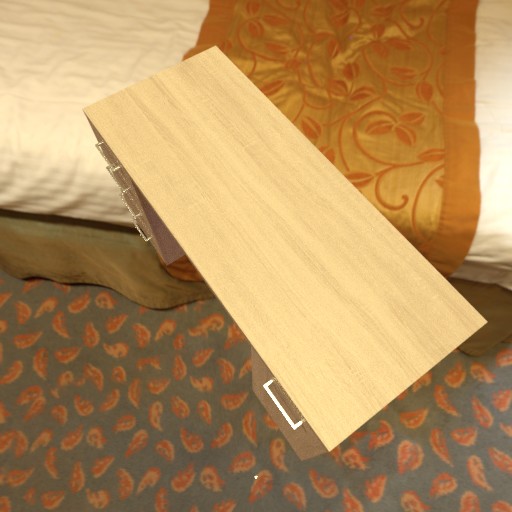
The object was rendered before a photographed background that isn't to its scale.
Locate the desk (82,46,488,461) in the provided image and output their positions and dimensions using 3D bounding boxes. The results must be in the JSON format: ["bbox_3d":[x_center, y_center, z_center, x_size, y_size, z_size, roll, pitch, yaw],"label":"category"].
[{"bbox_3d":[0.000,0.000,1.739,0.600,0.740,1.390,-33,68,-15],"label":"desk"}]
